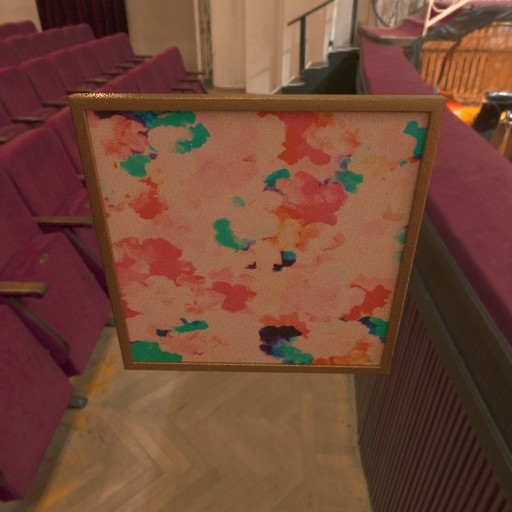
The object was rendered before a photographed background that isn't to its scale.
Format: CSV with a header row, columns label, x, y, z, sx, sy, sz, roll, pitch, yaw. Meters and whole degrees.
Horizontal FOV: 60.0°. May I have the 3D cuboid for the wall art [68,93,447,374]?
label,x,y,z,sx,sy,sz,roll,pitch,yaw
wall art,0.000,0.000,1.106,0.767,0.765,0.036,1,31,1
